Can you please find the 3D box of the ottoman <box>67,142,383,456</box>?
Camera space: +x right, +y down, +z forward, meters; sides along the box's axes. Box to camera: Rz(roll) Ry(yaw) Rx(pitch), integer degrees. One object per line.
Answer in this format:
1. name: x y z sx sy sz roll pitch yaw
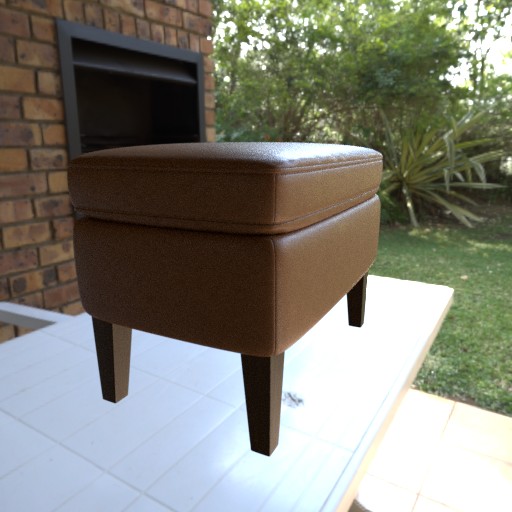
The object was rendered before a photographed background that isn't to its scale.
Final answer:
1. ottoman: 0.000 0.000 0.966 0.420 0.480 0.670 7 16 26
